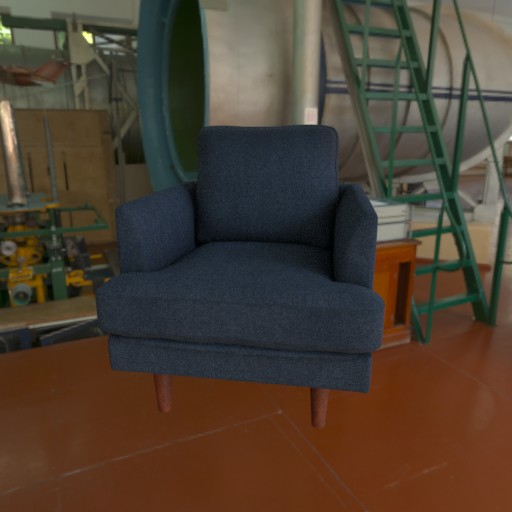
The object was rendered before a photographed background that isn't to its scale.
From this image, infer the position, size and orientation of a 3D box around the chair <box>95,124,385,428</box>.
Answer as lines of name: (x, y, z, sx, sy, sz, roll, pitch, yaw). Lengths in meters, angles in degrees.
chair: (0.000, 0.000, 1.669, 0.858, 0.957, 0.899, 3, 16, 9)
